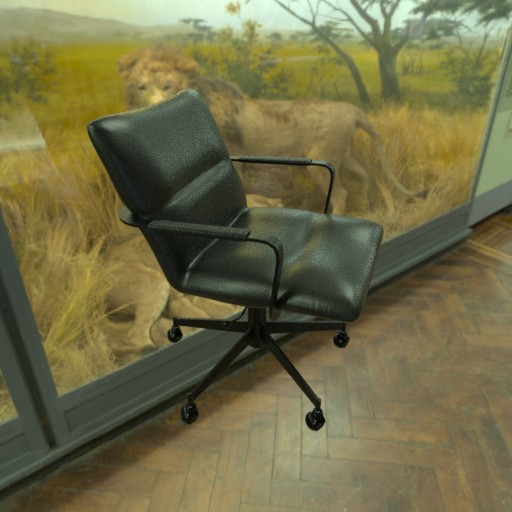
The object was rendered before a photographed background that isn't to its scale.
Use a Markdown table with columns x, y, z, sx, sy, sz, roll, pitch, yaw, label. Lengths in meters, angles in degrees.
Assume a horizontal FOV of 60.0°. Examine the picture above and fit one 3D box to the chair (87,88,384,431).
| x | y | z | sx | sy | sz | roll | pitch | yaw | label |
| --- | --- | --- | --- | --- | --- | --- | --- | --- | --- |
| 0.000 | 0.000 | 1.442 | 0.748 | 0.922 | 0.719 | 10 | 31 | 18 | chair |
